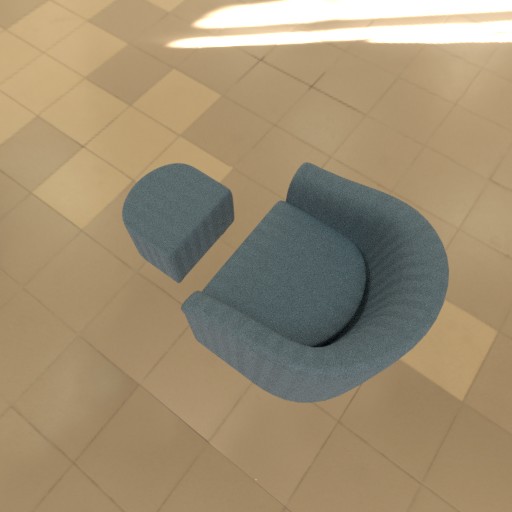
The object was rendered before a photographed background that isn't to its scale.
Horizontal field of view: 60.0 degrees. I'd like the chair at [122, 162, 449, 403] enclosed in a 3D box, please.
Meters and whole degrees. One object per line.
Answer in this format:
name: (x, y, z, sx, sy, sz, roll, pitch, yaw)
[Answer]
chair: (0.000, 0.000, 1.757, 1.288, 0.757, 0.756, 33, 68, 15)
